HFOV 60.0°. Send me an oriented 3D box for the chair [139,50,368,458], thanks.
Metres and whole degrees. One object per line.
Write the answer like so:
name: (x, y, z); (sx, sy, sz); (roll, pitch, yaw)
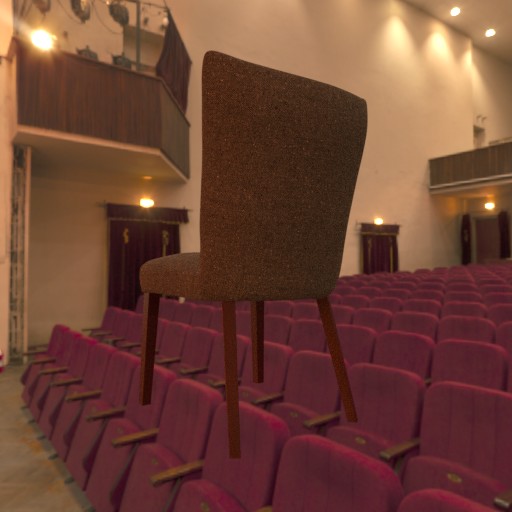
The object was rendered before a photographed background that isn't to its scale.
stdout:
chair: (0.000, 0.000, 1.290); (0.535, 0.924, 0.623); (1, -1, -36)
